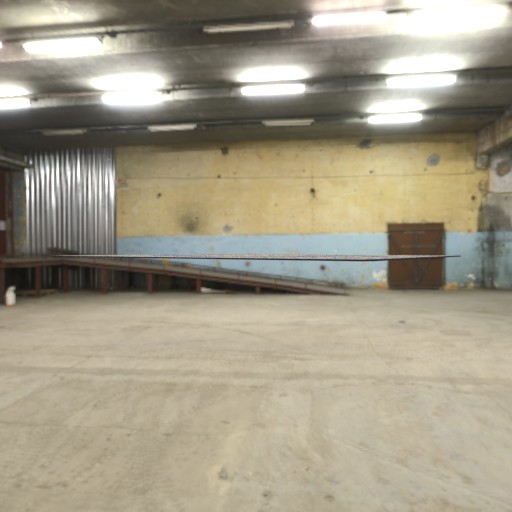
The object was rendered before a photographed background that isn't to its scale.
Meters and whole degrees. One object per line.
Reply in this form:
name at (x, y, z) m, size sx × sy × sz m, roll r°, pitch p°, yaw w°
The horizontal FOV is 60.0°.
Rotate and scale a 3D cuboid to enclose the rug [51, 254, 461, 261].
rug at (0.000, 0.000, 2.963) m, size 2.232 × 0.009 × 1.630 m, roll 1°, pitch 1°, yaw 36°
